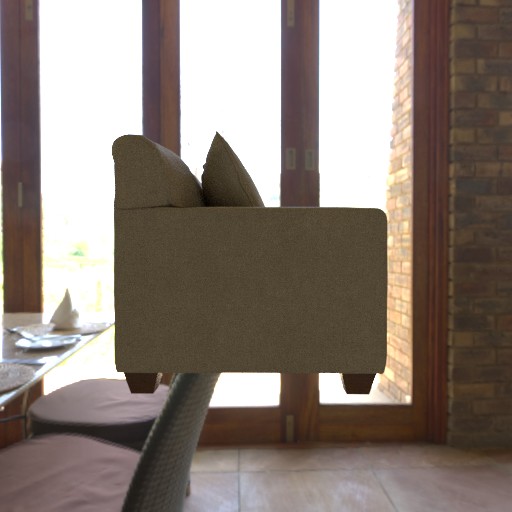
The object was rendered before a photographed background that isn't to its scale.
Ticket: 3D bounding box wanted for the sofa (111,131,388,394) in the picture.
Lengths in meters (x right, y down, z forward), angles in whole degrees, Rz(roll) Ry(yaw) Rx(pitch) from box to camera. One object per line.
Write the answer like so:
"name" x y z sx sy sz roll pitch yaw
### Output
"sofa" 0.000 0.000 2.437 0.998 0.958 1.846 0 1 1
